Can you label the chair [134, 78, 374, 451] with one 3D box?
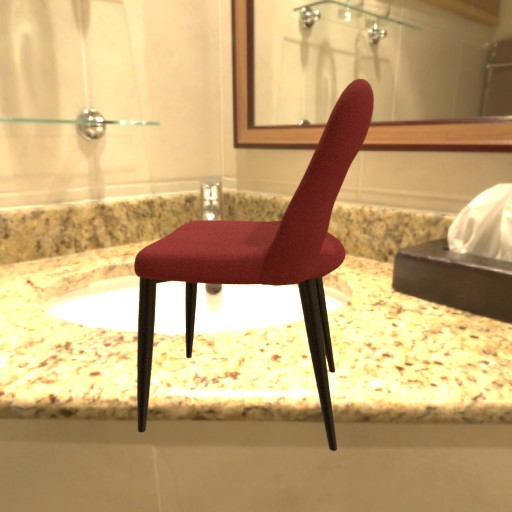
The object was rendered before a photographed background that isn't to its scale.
[{"bbox_3d":[0.000,0.000,1.224,0.569,0.892,0.483,2,15,9],"label":"chair"}]
